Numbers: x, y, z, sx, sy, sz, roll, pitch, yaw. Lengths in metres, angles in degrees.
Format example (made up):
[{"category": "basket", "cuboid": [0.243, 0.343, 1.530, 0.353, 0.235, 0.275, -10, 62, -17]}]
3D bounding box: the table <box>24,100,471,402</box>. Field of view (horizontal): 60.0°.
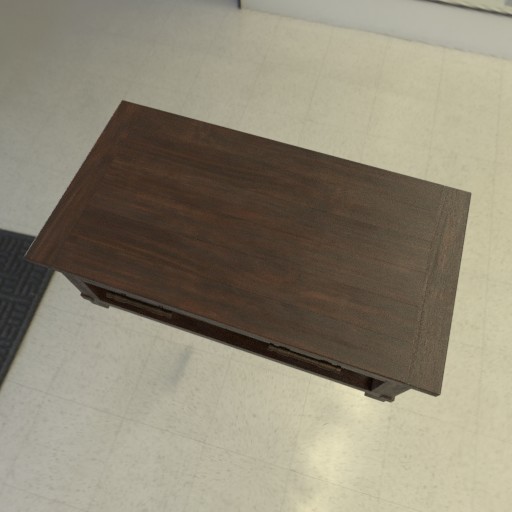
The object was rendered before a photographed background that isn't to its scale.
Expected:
[{"category": "table", "cuboid": [0.000, 0.000, 1.627, 1.270, 0.494, 0.700, 17, 66, 8]}]
